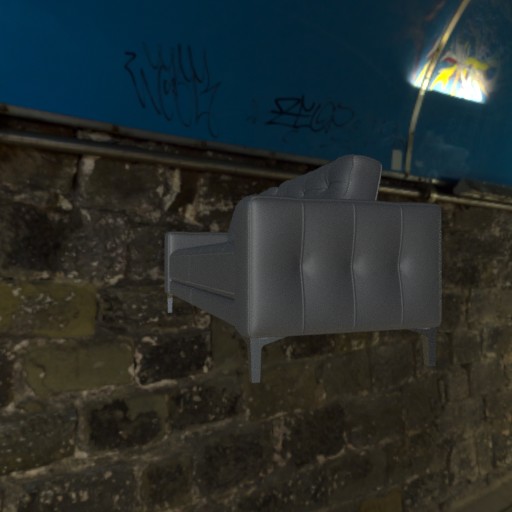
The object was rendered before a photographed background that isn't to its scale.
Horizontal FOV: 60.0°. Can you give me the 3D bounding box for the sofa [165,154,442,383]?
[{"bbox_3d":[0.000,0.000,2.686,0.833,0.893,2.275,0,-1,-19],"label":"sofa"}]
